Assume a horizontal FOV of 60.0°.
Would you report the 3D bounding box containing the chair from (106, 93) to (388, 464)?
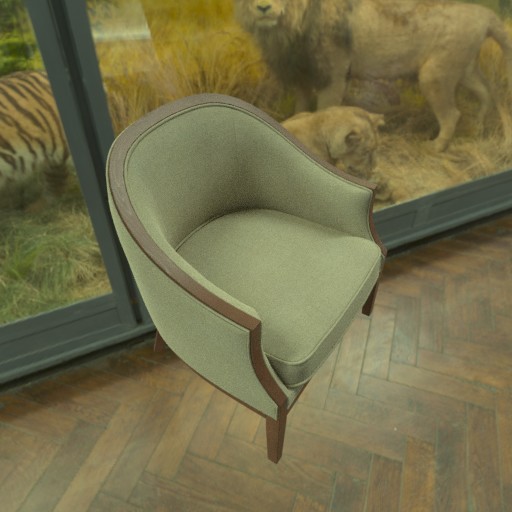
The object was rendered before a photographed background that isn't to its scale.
[{"bbox_3d":[0.000,0.000,1.498,0.735,0.876,0.803,24,46,25],"label":"chair"}]
